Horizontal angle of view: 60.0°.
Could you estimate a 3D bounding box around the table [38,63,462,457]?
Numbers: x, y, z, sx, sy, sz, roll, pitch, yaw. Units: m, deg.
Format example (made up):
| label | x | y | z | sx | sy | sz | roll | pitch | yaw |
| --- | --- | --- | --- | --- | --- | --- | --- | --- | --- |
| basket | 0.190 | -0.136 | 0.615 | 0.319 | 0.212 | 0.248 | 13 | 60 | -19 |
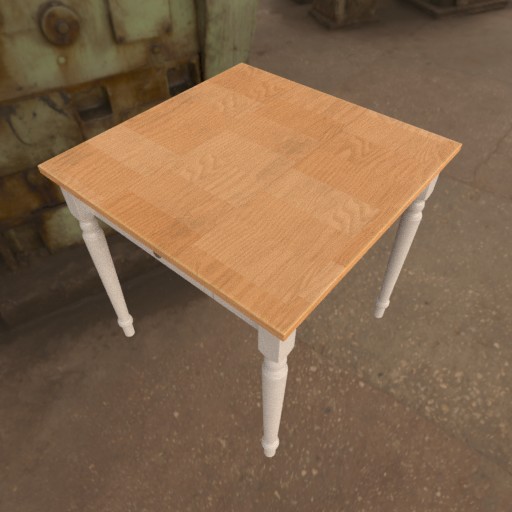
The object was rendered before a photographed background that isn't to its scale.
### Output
| label | x | y | z | sx | sy | sz | roll | pitch | yaw |
| --- | --- | --- | --- | --- | --- | --- | --- | --- | --- |
| table | 0.000 | 0.000 | 1.367 | 0.747 | 0.738 | 0.747 | 31 | 54 | 26 |
